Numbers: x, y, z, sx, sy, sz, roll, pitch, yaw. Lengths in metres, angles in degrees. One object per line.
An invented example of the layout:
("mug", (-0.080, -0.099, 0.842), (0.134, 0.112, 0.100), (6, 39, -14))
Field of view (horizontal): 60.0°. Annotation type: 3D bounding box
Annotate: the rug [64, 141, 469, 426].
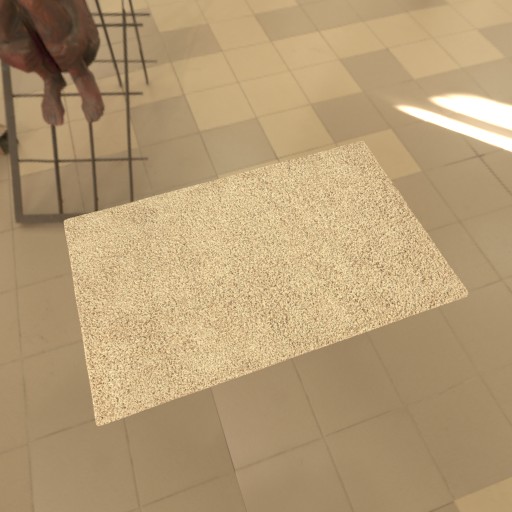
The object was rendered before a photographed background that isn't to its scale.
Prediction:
("rug", (0.000, 0.000, 3.075), (2.438, 0.030, 1.524), (-17, 59, -10))
